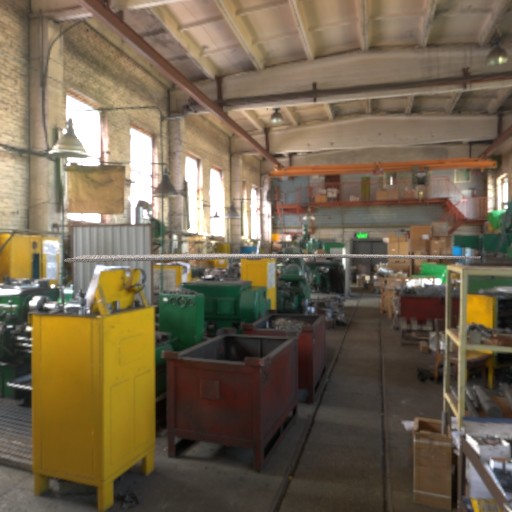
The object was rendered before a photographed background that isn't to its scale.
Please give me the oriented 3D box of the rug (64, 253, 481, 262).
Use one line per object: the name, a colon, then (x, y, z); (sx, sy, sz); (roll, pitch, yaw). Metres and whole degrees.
rug: (0.000, 0.000, 3.039); (2.307, 0.030, 1.604); (0, 1, -18)
